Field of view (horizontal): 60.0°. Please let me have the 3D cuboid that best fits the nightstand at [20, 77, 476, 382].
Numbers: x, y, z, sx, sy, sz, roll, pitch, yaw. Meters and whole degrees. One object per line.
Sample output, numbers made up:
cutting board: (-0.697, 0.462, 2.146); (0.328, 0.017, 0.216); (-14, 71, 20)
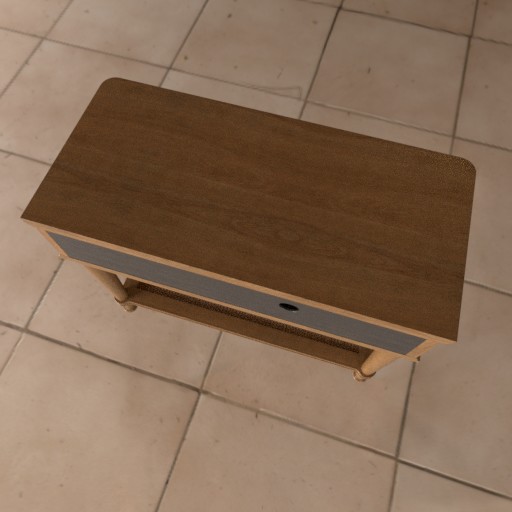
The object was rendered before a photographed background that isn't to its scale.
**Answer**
nightstand: (0.000, 0.000, 1.287); (0.914, 0.700, 0.432); (15, 66, 7)
